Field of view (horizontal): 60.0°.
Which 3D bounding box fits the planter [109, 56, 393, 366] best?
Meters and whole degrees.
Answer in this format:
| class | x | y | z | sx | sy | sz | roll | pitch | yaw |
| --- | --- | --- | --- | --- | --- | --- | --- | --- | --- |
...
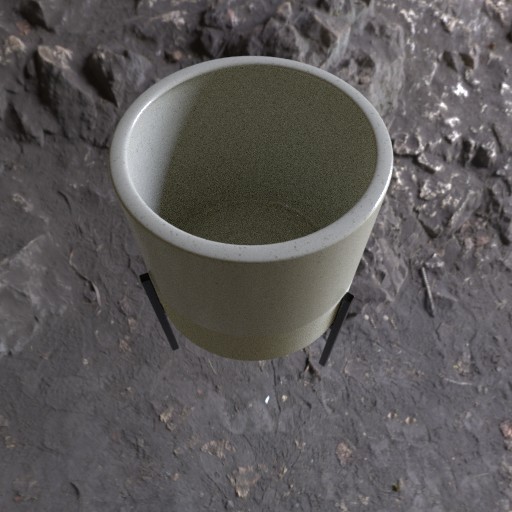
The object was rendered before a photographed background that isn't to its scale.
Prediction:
| class | x | y | z | sx | sy | sz | roll | pitch | yaw |
| --- | --- | --- | --- | --- | --- | --- | --- | --- | --- |
| planter | 0.000 | 0.000 | 0.335 | 0.159 | 0.230 | 0.152 | 32 | 63 | 18 |
